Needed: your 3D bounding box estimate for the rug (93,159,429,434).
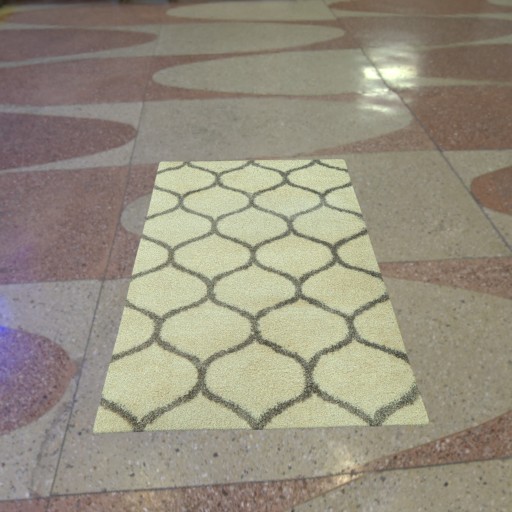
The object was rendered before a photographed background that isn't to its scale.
[{"bbox_3d":[0.000,0.000,3.341,1.801,0.026,2.701,-1,43,-1],"label":"rug"}]
